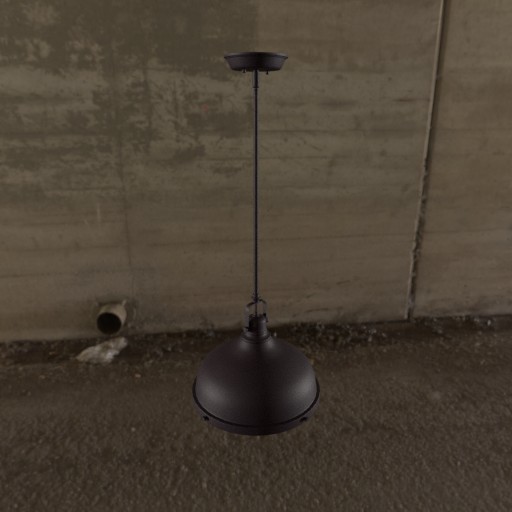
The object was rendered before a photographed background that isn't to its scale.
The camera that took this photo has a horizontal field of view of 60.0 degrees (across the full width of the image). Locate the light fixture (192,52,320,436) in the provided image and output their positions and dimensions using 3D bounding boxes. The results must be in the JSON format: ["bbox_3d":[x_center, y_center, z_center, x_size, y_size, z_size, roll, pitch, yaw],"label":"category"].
[{"bbox_3d":[0.000,0.000,1.026,0.341,0.849,0.341,-17,25,-42],"label":"light fixture"}]
